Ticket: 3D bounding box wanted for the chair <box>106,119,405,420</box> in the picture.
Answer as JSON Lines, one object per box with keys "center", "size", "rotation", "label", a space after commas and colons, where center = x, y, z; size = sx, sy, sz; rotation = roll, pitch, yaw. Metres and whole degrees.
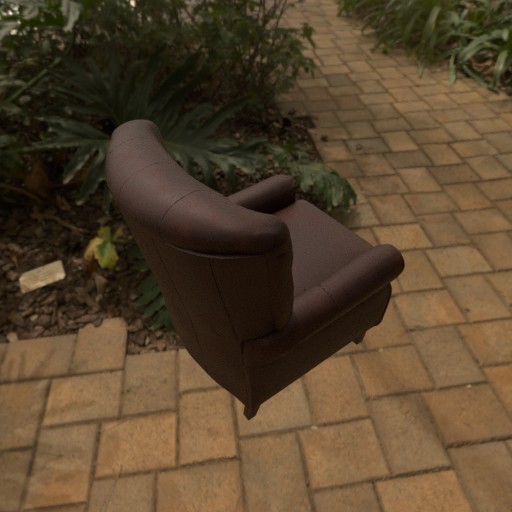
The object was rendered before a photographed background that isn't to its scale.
{"center": [0.000, 0.000, 1.942], "size": [1.058, 1.158, 0.948], "rotation": [-26, 48, -27], "label": "chair"}
